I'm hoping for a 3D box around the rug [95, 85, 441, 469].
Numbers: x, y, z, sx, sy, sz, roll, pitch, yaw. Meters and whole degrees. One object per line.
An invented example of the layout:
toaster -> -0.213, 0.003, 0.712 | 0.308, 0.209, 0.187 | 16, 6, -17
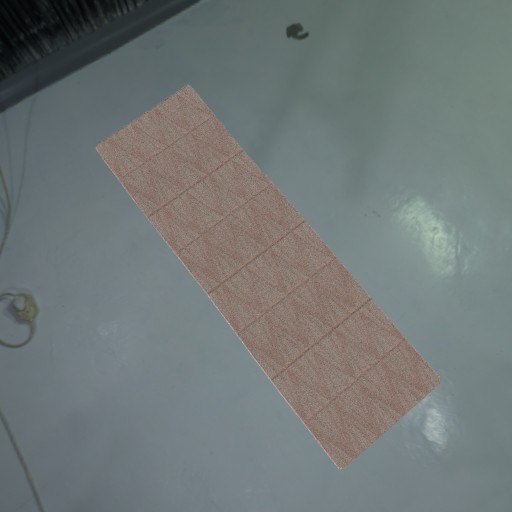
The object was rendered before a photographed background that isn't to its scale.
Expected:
rug -> 0.000, 0.000, 2.670 | 0.760, 0.015, 2.435 | -37, 78, -9
